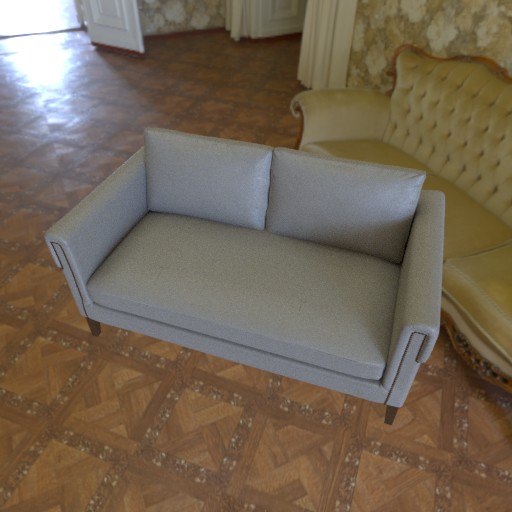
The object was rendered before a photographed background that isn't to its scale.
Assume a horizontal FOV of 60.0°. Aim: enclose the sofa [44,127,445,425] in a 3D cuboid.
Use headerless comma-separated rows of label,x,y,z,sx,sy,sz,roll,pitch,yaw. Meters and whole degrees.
sofa,0.000,0.000,2.117,1.598,0.873,0.899,13,43,14
